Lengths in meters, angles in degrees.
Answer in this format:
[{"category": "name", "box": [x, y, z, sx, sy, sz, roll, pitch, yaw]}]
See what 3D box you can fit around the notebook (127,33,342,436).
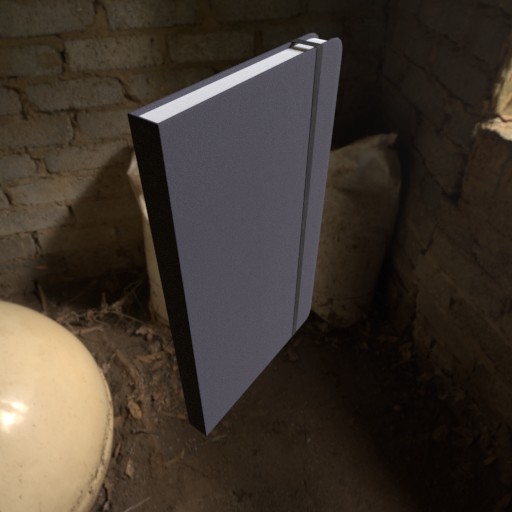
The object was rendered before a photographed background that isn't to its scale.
[{"category": "notebook", "box": [0.000, 0.000, 0.256, 0.016, 0.213, 0.127, 26, 48, 26]}]
